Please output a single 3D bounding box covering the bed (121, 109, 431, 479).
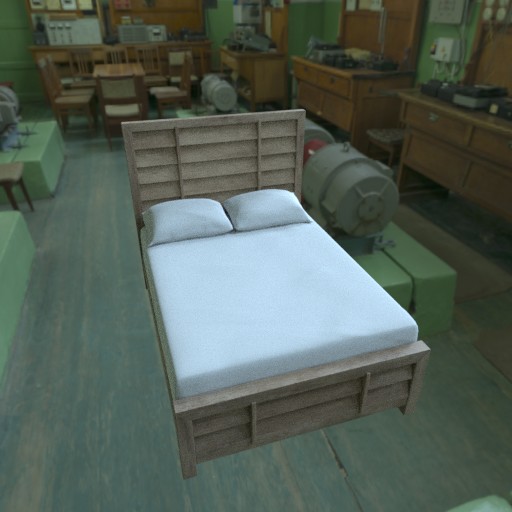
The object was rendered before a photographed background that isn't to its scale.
[{"bbox_3d":[0.000,0.000,3.370,1.626,1.626,2.197,-9,31,-16],"label":"bed"}]
